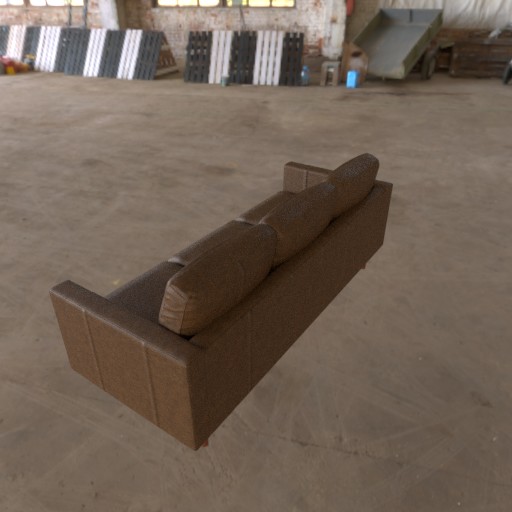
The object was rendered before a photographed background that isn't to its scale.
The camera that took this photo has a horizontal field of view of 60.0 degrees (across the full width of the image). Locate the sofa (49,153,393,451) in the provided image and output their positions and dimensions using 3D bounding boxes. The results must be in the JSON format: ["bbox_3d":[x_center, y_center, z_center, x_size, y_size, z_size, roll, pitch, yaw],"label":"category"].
[{"bbox_3d":[0.000,0.000,2.775,0.903,0.930,2.231,19,36,29],"label":"sofa"}]
